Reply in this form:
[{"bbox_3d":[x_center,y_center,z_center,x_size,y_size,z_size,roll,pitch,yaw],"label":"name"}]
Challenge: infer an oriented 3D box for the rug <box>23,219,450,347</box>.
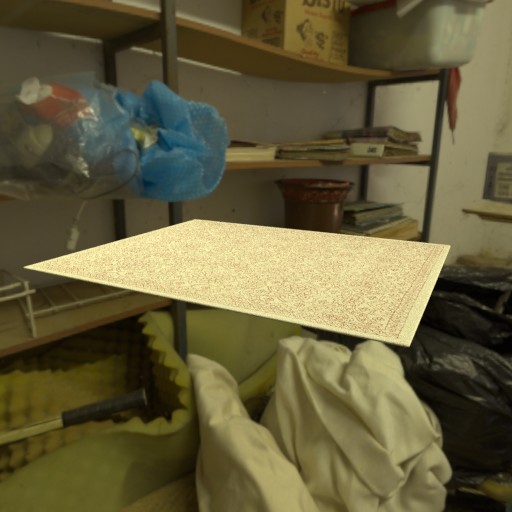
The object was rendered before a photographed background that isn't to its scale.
[{"bbox_3d":[0.000,0.000,4.002,3.050,0.015,2.441,8,17,27],"label":"rug"}]
